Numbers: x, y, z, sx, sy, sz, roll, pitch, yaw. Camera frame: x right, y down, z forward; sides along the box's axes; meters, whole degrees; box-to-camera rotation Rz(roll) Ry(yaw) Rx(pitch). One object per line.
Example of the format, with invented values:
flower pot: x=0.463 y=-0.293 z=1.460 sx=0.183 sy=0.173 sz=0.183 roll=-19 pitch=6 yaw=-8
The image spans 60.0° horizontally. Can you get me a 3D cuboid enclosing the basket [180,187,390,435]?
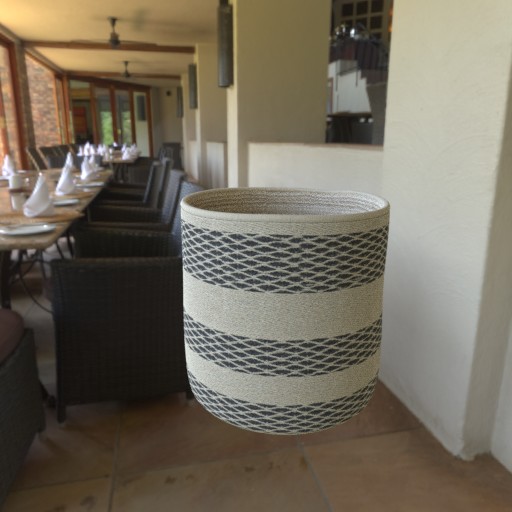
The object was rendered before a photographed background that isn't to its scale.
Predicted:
basket: x=0.000 y=0.000 z=1.065 sx=0.351 sy=0.356 sz=0.917 roll=-2 pitch=15 yaw=-9
